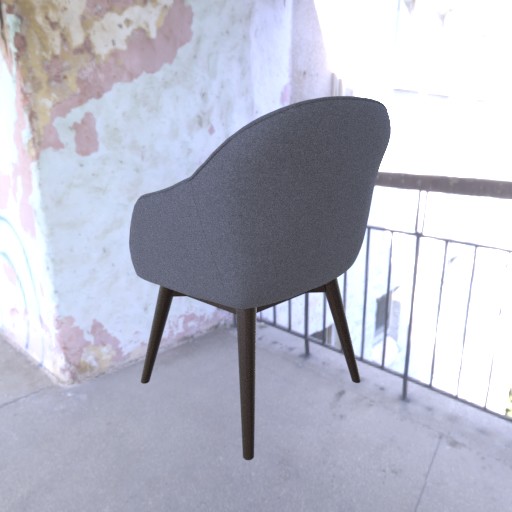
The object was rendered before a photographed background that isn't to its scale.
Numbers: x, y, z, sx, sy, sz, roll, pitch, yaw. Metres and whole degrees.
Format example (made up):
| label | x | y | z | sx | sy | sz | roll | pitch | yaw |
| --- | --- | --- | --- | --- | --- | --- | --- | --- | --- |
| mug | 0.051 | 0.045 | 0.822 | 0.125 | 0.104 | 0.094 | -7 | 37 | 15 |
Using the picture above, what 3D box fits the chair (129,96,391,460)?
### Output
| label | x | y | z | sx | sy | sz | roll | pitch | yaw |
| --- | --- | --- | --- | --- | --- | --- | --- | --- | --- |
| chair | 0.000 | 0.000 | 1.233 | 0.589 | 0.810 | 0.611 | -16 | 22 | -43 |
